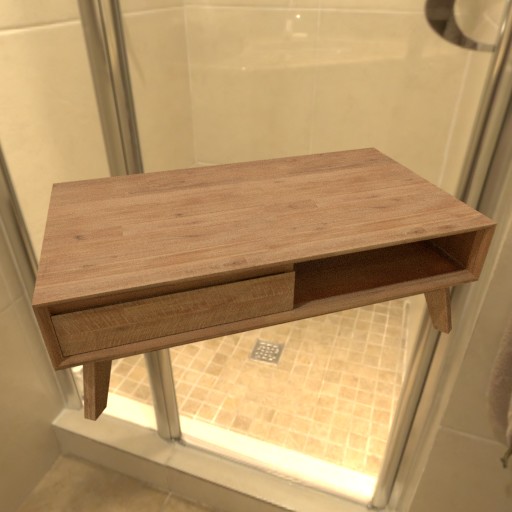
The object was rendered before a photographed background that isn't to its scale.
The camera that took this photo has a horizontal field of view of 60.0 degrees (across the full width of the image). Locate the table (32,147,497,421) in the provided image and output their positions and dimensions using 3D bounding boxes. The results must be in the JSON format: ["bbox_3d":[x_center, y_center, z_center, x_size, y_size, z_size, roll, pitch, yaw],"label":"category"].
[{"bbox_3d":[0.000,0.000,1.967,1.619,0.531,0.918,-10,34,-15],"label":"table"}]
